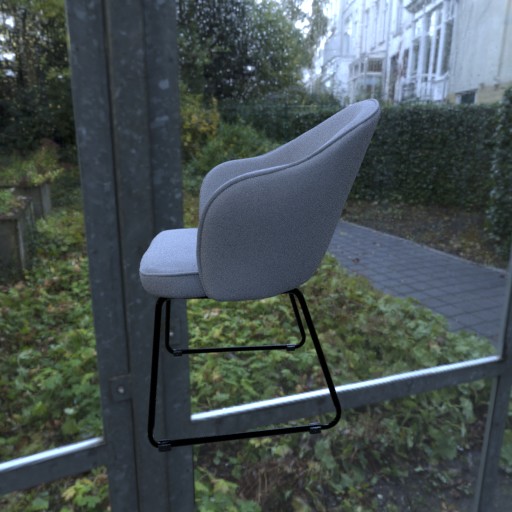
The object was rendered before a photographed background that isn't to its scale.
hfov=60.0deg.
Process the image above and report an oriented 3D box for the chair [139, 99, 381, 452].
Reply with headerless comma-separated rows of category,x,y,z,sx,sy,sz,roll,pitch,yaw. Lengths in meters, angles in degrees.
chair,0.000,0.000,1.217,0.592,0.817,0.570,-2,15,-7
